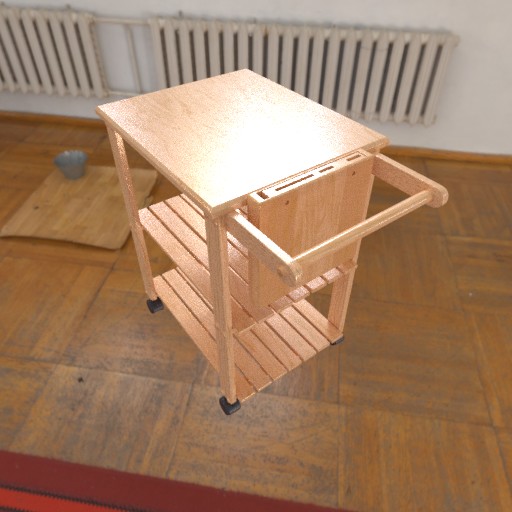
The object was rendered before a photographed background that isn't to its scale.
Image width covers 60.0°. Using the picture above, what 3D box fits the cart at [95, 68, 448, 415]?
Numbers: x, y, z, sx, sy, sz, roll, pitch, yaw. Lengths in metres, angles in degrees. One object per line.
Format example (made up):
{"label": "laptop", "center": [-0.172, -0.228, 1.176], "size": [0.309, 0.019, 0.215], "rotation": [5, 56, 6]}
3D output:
{"label": "cart", "center": [0.000, 0.000, 1.366], "size": [0.520, 0.816, 0.843], "rotation": [-26, 48, -26]}
